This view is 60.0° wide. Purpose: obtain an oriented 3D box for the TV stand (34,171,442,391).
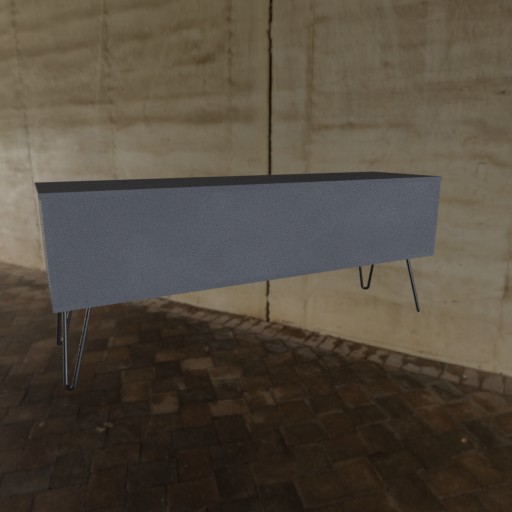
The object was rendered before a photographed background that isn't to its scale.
[{"bbox_3d":[0.000,0.000,1.633,1.400,0.560,0.400,-7,16,-26],"label":"TV stand"}]
